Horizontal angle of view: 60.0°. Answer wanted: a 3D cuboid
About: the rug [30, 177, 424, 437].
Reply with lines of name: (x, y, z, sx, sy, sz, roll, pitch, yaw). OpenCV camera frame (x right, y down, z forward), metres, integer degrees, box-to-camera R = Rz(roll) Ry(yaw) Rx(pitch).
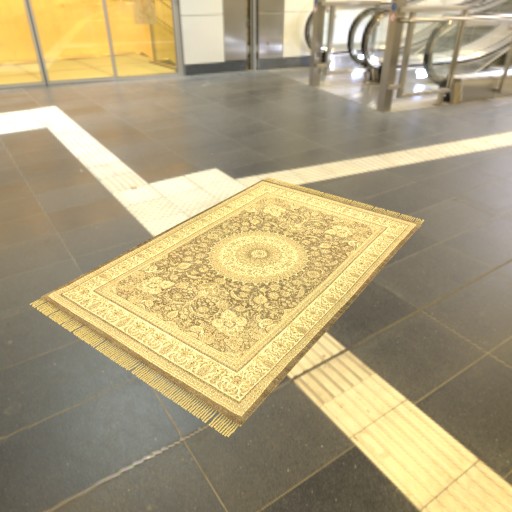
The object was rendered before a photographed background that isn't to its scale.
rug: (0.000, 0.000, 4.276, 2.143, 0.015, 3.422, 21, 38, 30)
